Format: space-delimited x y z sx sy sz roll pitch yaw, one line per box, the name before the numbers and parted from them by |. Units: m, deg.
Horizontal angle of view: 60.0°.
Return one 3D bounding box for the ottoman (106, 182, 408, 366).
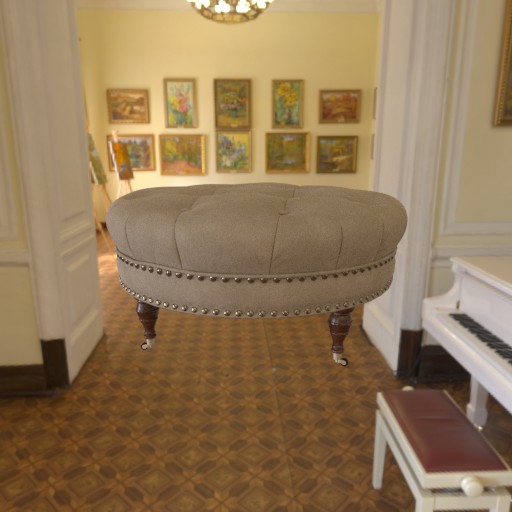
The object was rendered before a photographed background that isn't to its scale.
ottoman | 0.000 0.000 1.423 0.901 0.439 0.901 0 14 0
